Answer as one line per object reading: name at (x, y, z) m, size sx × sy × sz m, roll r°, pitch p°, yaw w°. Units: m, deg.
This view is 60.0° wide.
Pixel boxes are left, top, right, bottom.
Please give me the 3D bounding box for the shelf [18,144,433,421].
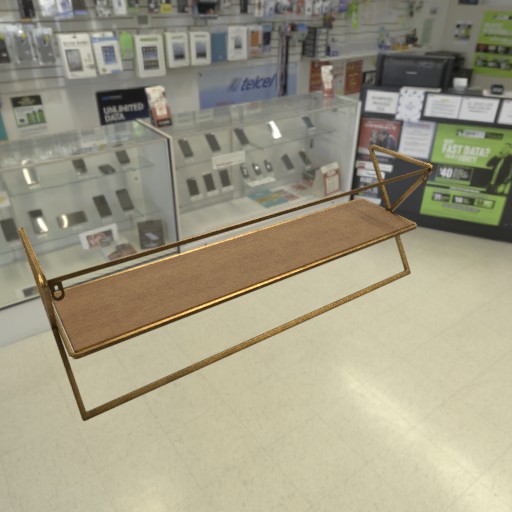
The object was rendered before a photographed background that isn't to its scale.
shelf at (0.000, 0.000, 0.733) m, size 0.645 × 0.229 × 0.150 m, roll -19°, pitch 36°, yaw -28°
